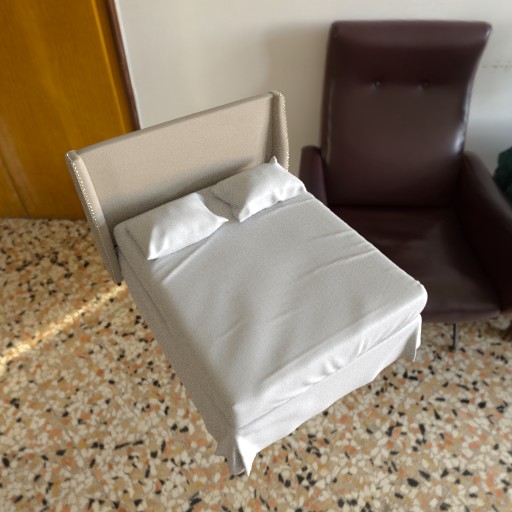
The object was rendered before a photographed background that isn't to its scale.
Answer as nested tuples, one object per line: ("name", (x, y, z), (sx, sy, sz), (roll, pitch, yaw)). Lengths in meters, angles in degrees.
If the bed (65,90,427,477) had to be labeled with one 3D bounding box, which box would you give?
("bed", (0.000, 0.000, 3.415), (1.925, 1.332, 2.276), (-25, 51, -23))
